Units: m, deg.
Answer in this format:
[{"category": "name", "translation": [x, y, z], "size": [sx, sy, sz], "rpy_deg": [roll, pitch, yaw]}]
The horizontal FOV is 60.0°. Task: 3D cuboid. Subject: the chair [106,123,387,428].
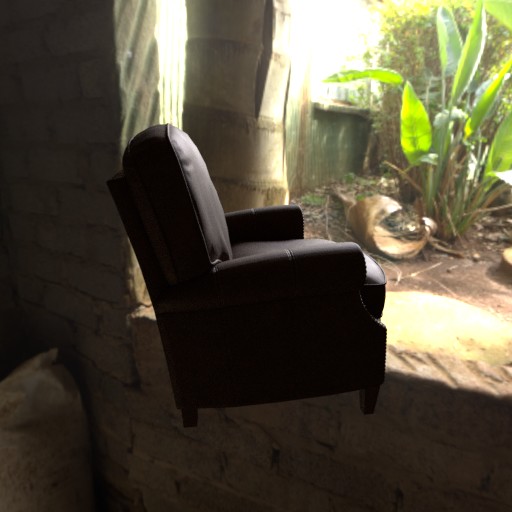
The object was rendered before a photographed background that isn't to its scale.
[{"category": "chair", "translation": [0.000, 0.000, 1.772], "size": [0.986, 1.018, 0.936], "rpy_deg": [-2, 16, -8]}]
